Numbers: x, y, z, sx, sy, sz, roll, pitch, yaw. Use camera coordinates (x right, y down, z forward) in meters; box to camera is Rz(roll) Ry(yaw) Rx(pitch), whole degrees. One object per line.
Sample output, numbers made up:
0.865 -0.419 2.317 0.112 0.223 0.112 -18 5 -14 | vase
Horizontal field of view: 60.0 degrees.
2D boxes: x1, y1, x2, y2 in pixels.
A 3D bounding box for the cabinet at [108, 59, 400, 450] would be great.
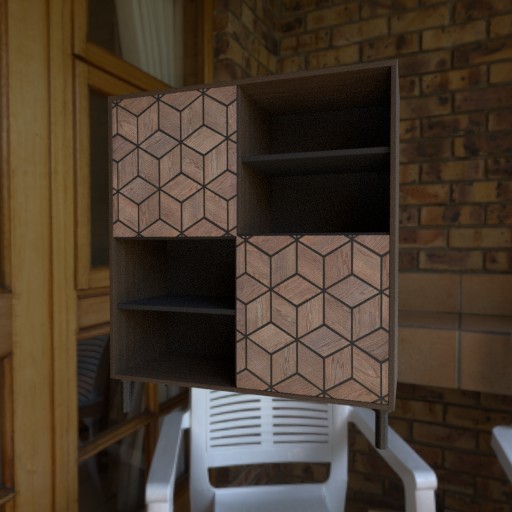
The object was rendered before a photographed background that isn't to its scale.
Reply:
0.000 0.000 1.662 1.010 1.170 0.400 0 2 19 | cabinet
